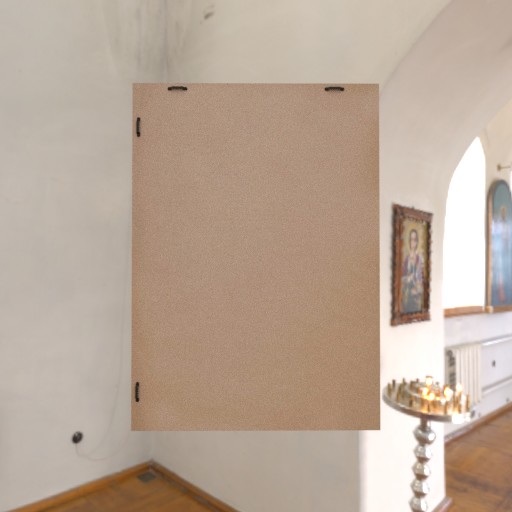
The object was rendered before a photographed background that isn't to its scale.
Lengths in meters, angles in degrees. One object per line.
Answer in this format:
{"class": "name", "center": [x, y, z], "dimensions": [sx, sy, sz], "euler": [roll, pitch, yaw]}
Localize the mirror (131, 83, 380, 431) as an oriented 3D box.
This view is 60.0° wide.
{"class": "mirror", "center": [0.000, 0.000, 0.921], "dimensions": [0.507, 0.710, 0.040], "euler": [0, -1, 0]}
